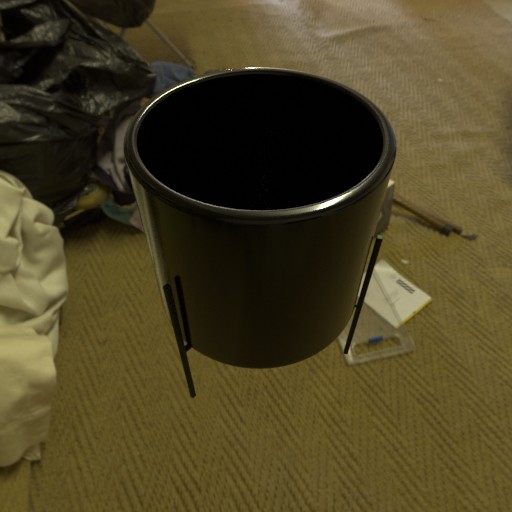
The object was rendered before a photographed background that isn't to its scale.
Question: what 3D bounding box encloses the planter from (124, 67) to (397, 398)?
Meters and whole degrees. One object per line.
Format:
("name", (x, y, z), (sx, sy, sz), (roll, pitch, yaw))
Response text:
("planter", (0.000, 0.000, 0.654), (0.310, 0.432, 0.310), (-25, 53, -21))
